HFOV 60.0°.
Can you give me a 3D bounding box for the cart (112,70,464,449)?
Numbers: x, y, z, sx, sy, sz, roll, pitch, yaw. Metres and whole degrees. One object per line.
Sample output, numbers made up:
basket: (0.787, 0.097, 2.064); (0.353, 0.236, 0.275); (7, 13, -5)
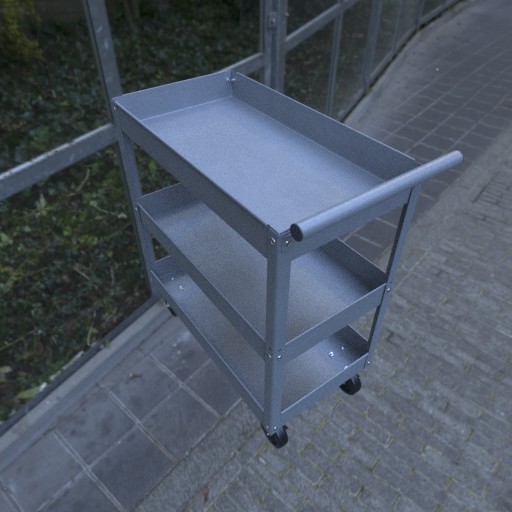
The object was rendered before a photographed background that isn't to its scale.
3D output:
cart: (0.000, 0.000, 1.151); (0.366, 0.780, 0.719); (-25, 47, -26)
